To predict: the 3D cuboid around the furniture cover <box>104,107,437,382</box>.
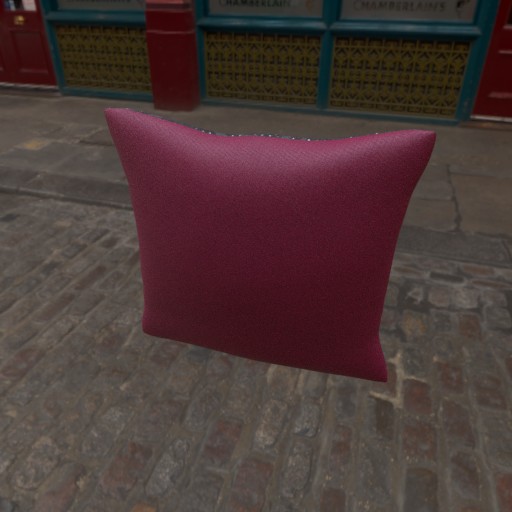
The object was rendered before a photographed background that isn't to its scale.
[{"bbox_3d":[0.000,0.000,0.833,0.552,0.509,0.193,9,32,14],"label":"furniture cover"}]
